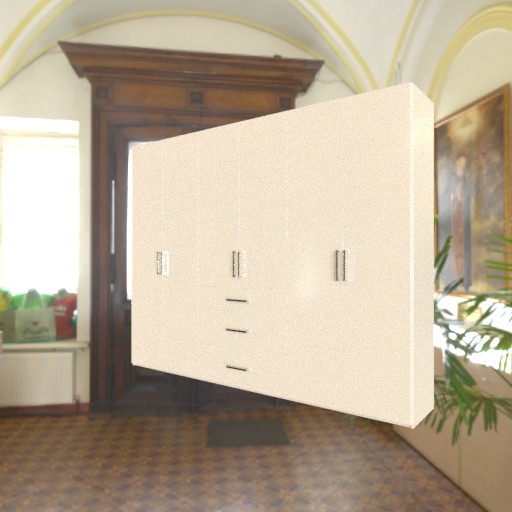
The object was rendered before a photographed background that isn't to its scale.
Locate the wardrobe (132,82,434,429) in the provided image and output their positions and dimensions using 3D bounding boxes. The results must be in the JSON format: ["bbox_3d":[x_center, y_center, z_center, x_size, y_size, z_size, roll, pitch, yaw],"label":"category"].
[{"bbox_3d":[0.000,0.000,4.094,3.000,2.360,0.580,0,0,37],"label":"wardrobe"}]
